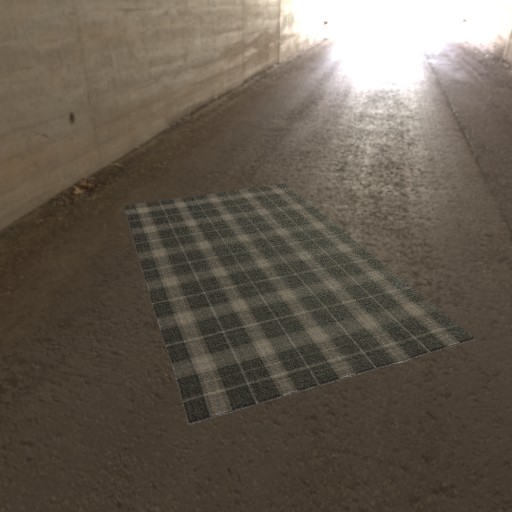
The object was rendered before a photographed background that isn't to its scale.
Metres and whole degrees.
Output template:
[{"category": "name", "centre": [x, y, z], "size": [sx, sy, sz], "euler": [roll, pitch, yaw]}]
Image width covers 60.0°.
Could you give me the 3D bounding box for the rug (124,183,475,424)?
[{"category": "rug", "centre": [0.000, 0.000, 3.045], "size": [1.520, 0.015, 2.434], "euler": [-11, 31, -18]}]
